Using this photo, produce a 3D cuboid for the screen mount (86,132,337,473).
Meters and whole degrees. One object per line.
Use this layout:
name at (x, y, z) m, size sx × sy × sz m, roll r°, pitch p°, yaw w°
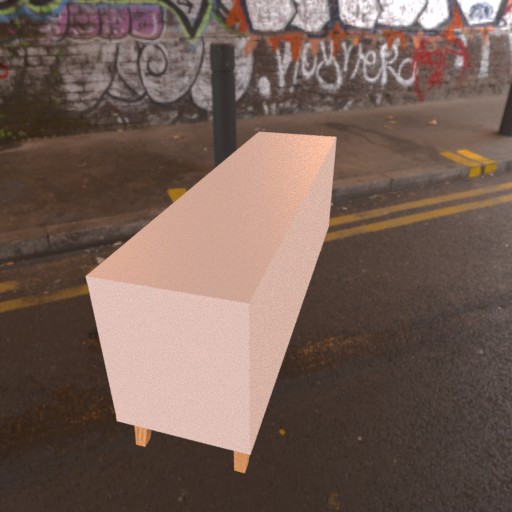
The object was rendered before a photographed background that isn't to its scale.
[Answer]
screen mount at (0.000, 0.000, 1.765) m, size 0.400 × 0.619 × 1.490 m, roll 8°, pitch 30°, yaw 14°
